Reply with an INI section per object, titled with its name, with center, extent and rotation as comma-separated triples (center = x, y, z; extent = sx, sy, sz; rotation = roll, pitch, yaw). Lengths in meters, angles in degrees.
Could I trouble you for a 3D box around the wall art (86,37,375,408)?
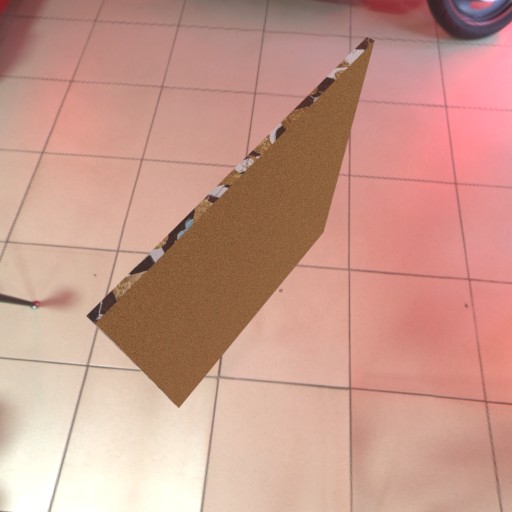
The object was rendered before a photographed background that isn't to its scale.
[wall art]
center = 0.000, 0.000, 0.586
extent = 0.010, 0.406, 0.404
rotation = 35, 68, 16
